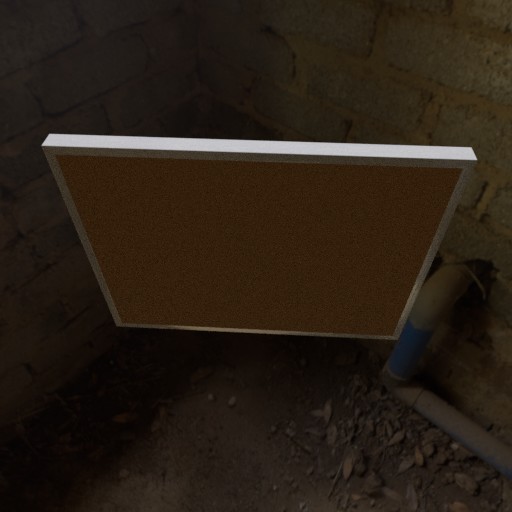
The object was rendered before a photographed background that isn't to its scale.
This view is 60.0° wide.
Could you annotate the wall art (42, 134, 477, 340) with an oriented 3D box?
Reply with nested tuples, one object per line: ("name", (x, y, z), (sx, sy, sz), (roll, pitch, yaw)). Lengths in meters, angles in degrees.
("wall art", (0.000, 0.000, 1.365), (1.041, 0.787, 0.053), (2, 48, 2))
